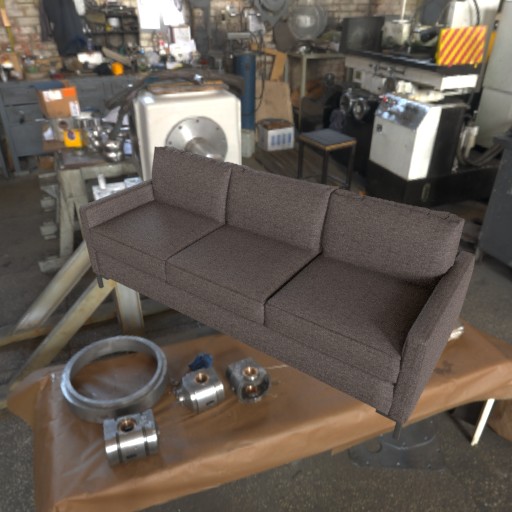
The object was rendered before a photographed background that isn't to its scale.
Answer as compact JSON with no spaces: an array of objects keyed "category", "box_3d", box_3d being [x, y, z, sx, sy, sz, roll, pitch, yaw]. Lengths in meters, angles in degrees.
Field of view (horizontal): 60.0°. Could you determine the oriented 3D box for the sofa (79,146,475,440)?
[{"category":"sofa","box_3d":[0.000,0.000,2.667,2.253,0.882,0.876,20,36,30]}]
